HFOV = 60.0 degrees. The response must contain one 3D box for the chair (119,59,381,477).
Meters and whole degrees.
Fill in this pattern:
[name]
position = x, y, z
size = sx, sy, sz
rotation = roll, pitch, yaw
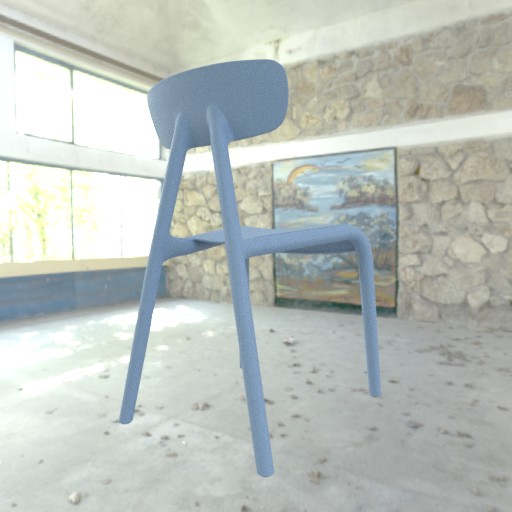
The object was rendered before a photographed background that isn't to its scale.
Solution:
[chair]
position = 0.000, 0.000, 0.836
size = 0.356, 0.580, 0.401
rotation = 2, 3, 35
